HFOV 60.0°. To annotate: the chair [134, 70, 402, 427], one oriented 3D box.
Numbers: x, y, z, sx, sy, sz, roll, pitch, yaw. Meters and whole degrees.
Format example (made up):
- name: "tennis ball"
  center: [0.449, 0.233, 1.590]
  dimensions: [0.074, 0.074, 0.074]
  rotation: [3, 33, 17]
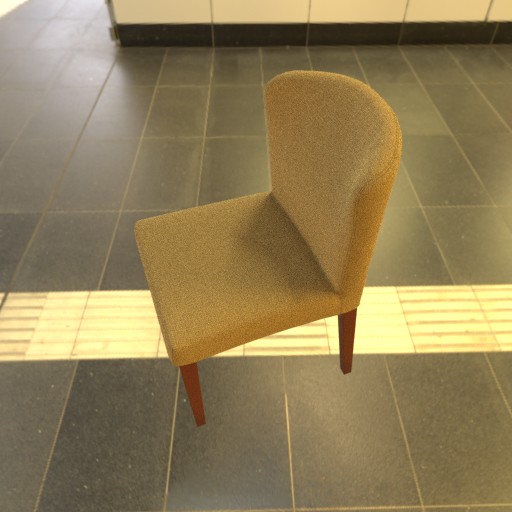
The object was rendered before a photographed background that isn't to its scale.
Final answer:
- name: "chair"
  center: [0.000, 0.000, 1.209]
  dimensions: [0.589, 0.839, 0.491]
  rotation: [-15, 48, -14]
